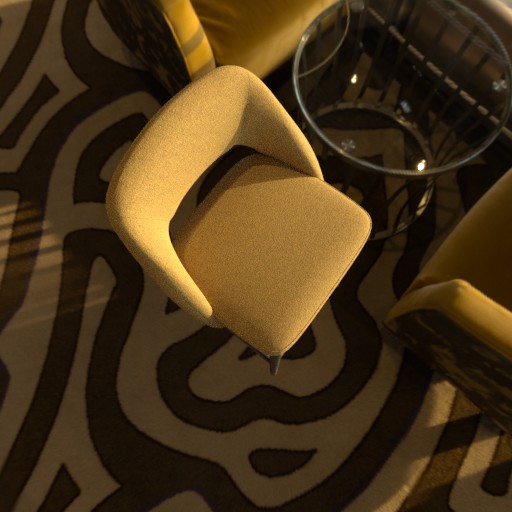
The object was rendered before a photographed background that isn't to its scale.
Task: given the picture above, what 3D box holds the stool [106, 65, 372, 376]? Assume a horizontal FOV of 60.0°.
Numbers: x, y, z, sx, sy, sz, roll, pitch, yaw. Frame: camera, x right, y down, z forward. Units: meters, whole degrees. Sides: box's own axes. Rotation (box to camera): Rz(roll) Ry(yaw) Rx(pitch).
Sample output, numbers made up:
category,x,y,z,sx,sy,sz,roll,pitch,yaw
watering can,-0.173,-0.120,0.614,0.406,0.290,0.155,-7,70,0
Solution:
category,x,y,z,sx,sy,sz,roll,pitch,yaw
stool,0.000,0.000,1.347,0.522,1.032,0.536,35,76,10
